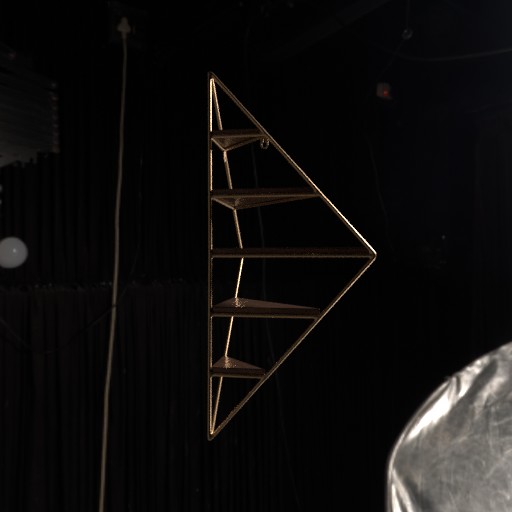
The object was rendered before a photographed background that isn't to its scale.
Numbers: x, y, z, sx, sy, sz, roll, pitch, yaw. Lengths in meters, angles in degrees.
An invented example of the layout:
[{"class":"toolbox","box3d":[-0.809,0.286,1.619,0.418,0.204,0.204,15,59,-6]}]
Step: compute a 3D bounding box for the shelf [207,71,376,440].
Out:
[{"class":"shelf","box3d":[0.000,0.000,1.181,0.294,0.913,0.564,0,0,-36]}]
